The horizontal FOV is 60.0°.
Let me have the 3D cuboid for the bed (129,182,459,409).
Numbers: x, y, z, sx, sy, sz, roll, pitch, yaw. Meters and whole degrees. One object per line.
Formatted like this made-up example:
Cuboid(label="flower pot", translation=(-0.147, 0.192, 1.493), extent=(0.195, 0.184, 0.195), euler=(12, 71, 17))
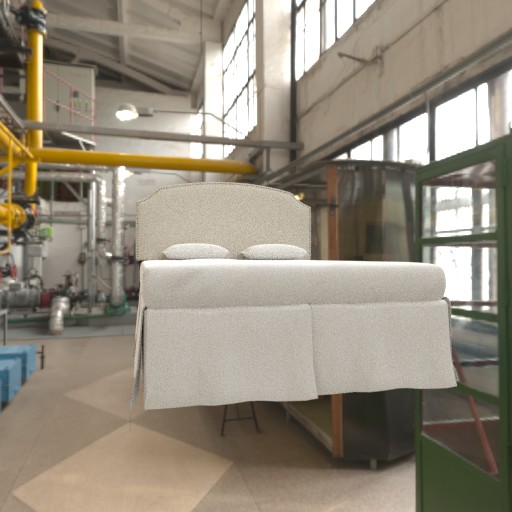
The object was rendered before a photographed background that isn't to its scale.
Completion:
Cuboid(label="bed", translation=(0.000, 0.000, 2.890), extent=(1.558, 1.270, 1.999), euler=(0, 0, -15))
